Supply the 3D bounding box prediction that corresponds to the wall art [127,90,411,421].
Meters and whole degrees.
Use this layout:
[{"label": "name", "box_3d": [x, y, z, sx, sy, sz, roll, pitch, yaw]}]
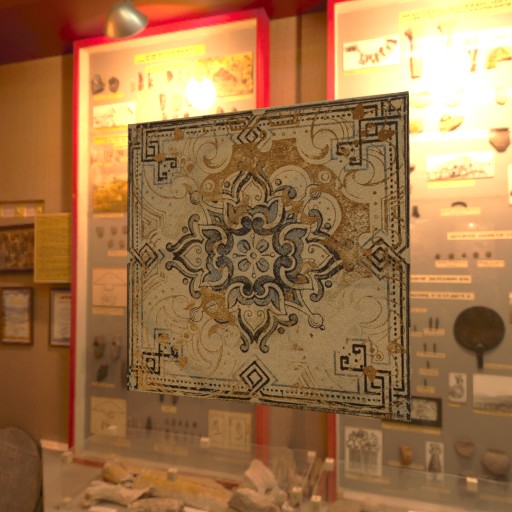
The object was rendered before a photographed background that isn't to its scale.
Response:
[{"label": "wall art", "box_3d": [0.000, 0.000, 0.926, 0.609, 0.607, 0.036, 0, -1, 19]}]
